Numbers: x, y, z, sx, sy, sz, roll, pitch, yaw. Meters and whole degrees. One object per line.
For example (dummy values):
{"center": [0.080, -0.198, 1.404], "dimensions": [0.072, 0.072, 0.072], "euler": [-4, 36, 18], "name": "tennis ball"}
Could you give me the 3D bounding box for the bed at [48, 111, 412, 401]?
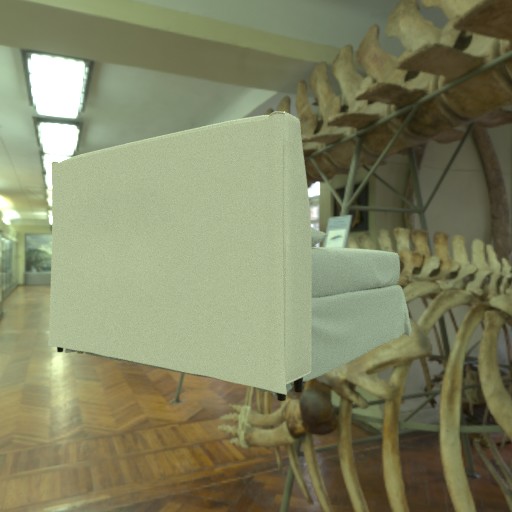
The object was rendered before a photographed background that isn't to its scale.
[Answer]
{"center": [0.000, 0.000, 3.433], "dimensions": [1.925, 1.332, 2.276], "euler": [0, 0, 35], "name": "bed"}
